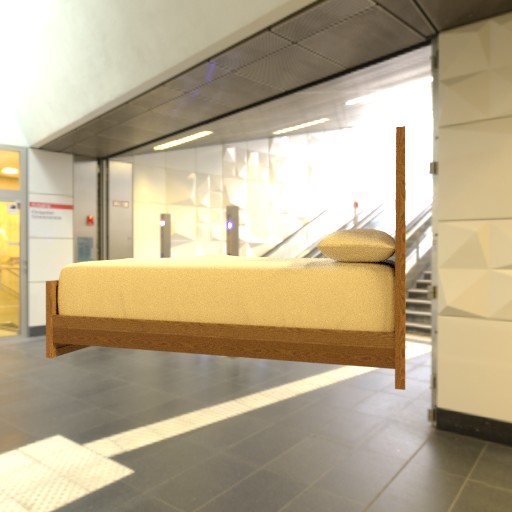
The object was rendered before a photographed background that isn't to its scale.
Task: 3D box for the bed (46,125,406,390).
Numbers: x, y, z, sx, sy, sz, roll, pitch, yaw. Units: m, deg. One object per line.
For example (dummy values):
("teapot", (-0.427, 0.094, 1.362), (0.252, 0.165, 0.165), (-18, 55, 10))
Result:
("bed", (0.000, 0.000, 3.461), (2.184, 1.295, 2.013), (0, 0, 18))
